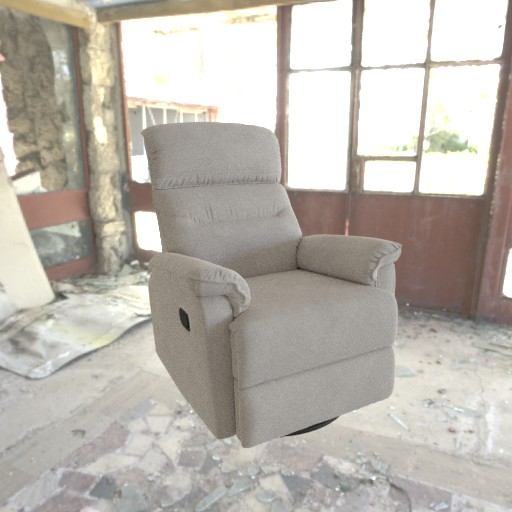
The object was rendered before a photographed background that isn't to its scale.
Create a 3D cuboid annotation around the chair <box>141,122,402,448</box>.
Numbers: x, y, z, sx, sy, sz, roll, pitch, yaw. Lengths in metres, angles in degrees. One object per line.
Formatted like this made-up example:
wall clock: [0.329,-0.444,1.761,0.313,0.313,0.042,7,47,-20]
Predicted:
chair: [0.000,0.000,1.751,0.820,1.039,1.001,-8,17,-27]
